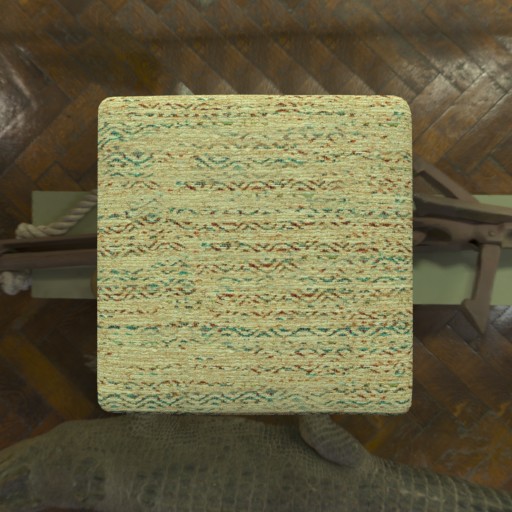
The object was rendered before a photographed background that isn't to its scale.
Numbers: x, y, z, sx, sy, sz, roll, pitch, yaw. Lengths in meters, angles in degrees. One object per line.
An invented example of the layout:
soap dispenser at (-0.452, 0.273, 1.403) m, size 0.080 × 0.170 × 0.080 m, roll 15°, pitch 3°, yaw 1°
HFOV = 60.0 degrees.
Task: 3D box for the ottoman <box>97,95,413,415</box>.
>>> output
ottoman at (0.000, 0.000, 0.895) m, size 0.512 × 0.453 × 0.521 m, roll 0°, pitch 90°, yaw 1°
